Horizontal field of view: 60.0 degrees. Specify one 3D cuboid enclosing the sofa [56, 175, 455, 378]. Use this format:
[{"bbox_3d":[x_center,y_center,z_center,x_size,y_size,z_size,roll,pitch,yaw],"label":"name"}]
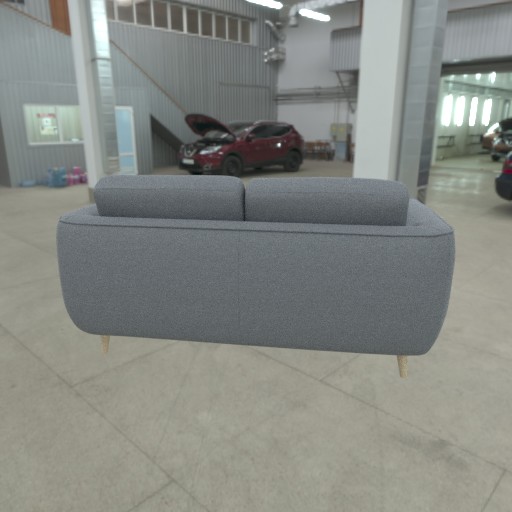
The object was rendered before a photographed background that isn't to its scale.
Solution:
[{"bbox_3d":[0.000,0.000,2.204,1.700,0.850,0.920,3,17,8],"label":"sofa"}]
